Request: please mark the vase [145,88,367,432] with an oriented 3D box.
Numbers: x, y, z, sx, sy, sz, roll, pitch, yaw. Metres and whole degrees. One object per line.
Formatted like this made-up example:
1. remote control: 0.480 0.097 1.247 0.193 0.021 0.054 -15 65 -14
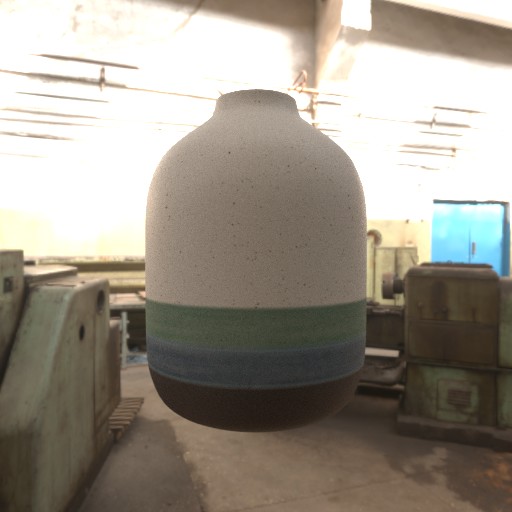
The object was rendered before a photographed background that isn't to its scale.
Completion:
1. vase: 0.000 0.000 0.349 0.169 0.240 0.169 0 1 0
